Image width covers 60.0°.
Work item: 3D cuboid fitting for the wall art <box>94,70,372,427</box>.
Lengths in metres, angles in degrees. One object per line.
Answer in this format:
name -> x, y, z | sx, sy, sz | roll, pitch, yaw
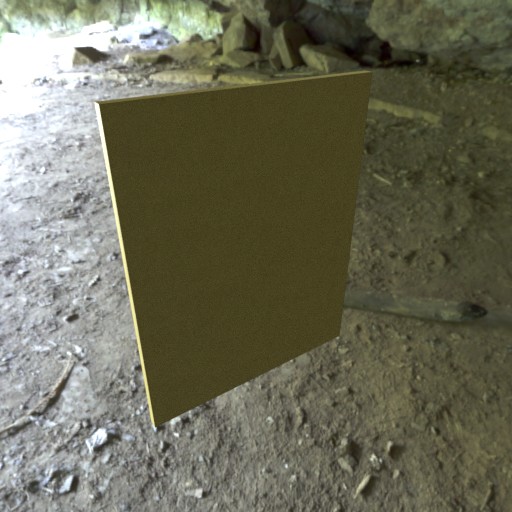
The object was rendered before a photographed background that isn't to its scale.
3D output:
wall art -> 0.000, 0.000, 1.368 | 0.798, 1.002, 0.030 | -19, 35, -29
